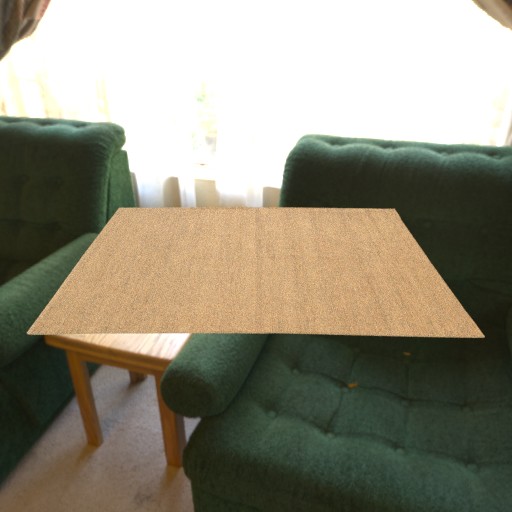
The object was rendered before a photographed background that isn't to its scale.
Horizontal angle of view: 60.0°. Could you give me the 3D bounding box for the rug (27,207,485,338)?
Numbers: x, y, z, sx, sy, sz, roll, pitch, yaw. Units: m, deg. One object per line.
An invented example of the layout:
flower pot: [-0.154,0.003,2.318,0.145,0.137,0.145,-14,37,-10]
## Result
rug: [0.000,0.000,2.893,2.264,0.030,1.624,0,29,1]
